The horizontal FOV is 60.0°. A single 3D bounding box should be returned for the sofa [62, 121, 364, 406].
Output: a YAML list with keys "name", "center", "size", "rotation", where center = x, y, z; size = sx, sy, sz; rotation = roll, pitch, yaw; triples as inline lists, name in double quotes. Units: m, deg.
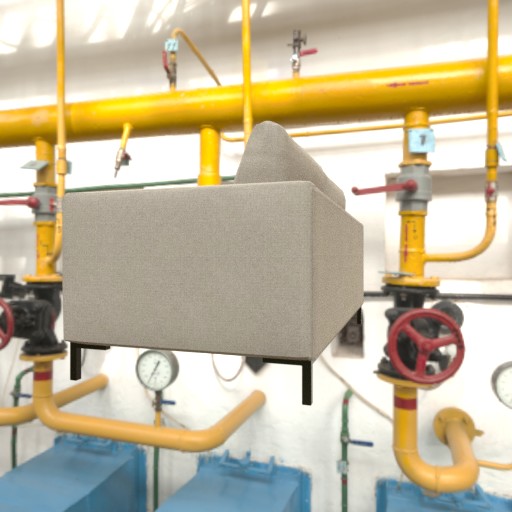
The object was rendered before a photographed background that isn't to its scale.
- name: "sofa"
  center: [0.000, 0.000, 2.125]
  size: [0.875, 0.840, 1.682]
  rotation: [0, 0, 18]
